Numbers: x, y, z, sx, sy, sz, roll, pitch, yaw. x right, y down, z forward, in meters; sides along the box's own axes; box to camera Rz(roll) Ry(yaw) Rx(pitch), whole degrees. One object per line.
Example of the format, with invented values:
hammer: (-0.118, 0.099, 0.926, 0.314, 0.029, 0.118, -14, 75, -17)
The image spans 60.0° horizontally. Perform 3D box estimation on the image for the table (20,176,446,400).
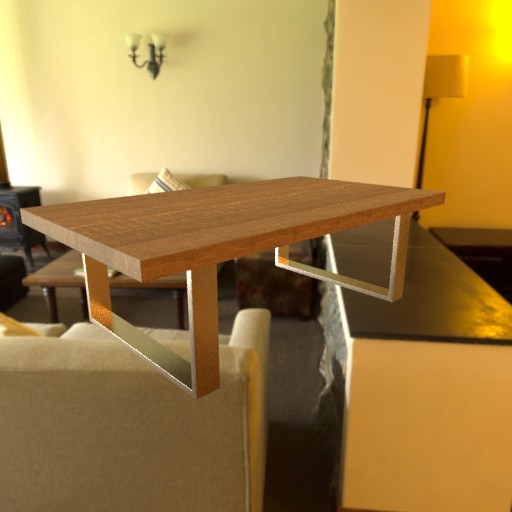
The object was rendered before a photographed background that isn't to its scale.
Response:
table: (0.000, 0.000, 1.713, 1.400, 0.440, 0.800, -15, 22, -41)
